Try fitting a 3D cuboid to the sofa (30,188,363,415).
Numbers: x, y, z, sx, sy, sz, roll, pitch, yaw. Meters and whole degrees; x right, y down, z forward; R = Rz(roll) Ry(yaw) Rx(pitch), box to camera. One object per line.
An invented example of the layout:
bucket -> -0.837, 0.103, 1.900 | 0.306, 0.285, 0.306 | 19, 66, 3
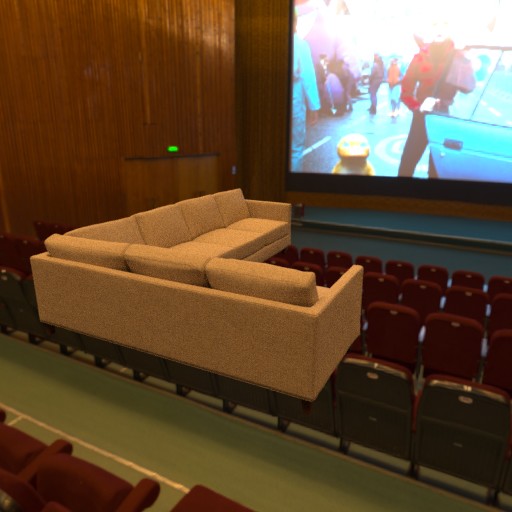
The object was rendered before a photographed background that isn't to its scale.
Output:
sofa -> 0.000, 0.000, 4.391 | 2.432, 0.863, 3.182 | 9, 19, 26
